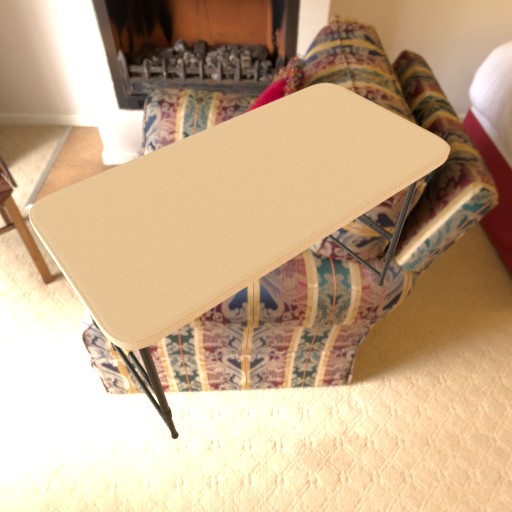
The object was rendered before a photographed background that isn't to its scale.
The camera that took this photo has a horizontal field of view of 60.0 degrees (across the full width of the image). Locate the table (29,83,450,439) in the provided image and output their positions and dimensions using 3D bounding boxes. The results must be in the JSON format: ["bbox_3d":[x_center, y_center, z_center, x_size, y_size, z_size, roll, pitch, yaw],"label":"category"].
[{"bbox_3d":[0.000,0.000,1.616,1.219,0.737,0.610,-31,55,-25],"label":"table"}]
